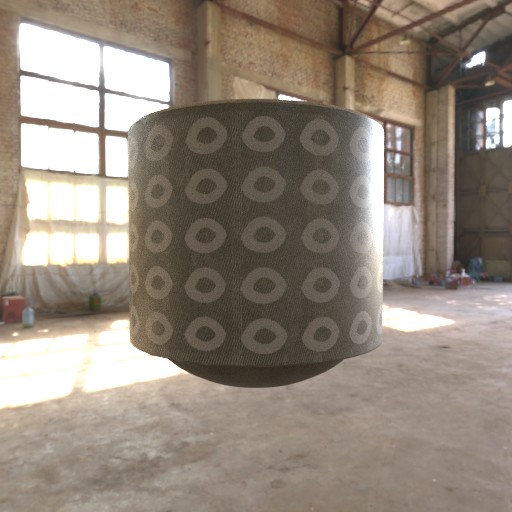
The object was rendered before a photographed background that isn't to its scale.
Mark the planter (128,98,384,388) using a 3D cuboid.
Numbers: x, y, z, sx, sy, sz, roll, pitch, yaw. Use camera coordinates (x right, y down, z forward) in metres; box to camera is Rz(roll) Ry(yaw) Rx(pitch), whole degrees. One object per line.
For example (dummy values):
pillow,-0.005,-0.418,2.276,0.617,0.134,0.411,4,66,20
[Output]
planter,0.000,0.000,0.454,0.250,0.239,0.250,0,1,0
